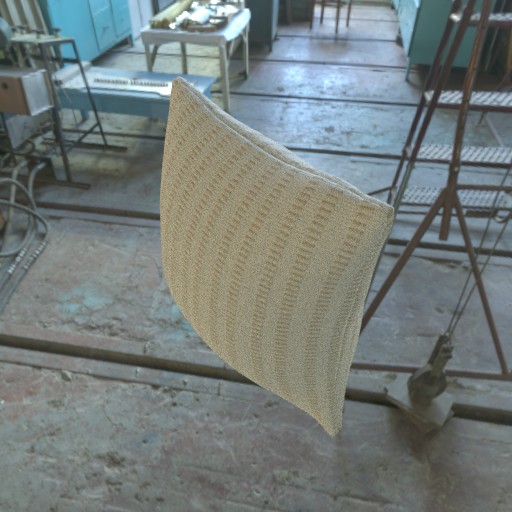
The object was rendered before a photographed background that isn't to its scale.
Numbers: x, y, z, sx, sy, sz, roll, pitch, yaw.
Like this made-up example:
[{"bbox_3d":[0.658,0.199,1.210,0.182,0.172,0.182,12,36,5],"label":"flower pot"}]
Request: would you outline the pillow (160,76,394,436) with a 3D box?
[{"bbox_3d":[0.000,0.000,0.676,0.247,0.419,0.438,-25,47,-26],"label":"pillow"}]
